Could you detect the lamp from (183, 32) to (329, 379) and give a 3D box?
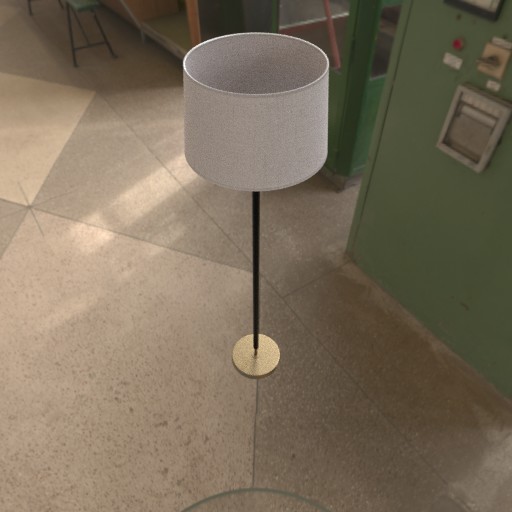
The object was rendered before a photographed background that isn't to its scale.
[{"bbox_3d":[0.000,0.000,1.651,0.420,1.447,0.420,0,47,0],"label":"lamp"}]
